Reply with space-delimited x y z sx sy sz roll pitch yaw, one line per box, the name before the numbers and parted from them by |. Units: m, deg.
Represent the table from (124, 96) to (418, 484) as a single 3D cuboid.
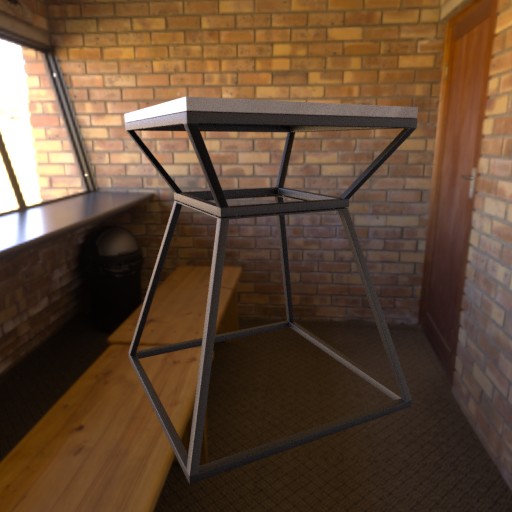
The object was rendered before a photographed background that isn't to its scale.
table | 0.000 0.000 0.897 0.455 0.559 0.455 -7 16 -26
